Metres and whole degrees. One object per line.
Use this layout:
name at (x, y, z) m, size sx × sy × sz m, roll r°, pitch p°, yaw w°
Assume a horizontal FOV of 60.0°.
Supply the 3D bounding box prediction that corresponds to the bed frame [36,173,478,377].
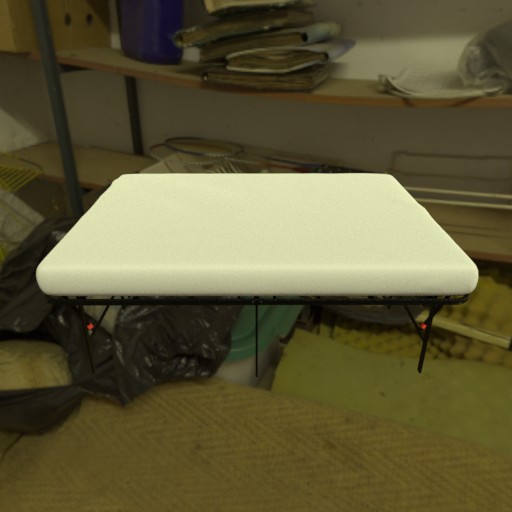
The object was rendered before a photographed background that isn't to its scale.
bed frame at (0.000, 0.000, 2.580) m, size 1.905 × 0.637 × 1.372 m, roll 0°, pitch 27°, yaw 0°
